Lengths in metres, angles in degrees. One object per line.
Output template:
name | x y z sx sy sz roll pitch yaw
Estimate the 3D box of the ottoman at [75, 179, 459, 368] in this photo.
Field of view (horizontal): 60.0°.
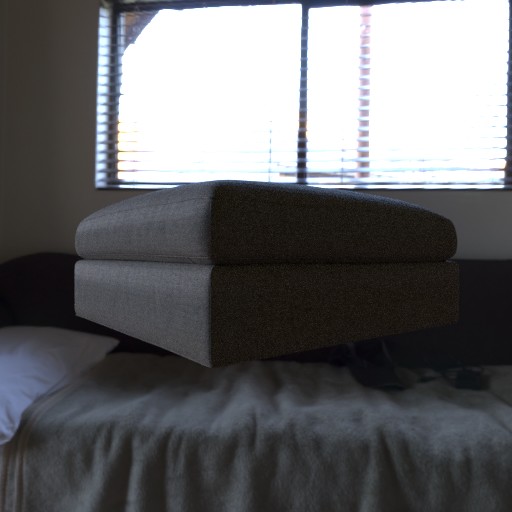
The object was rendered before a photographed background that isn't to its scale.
ottoman | 0.000 0.000 1.641 1.041 0.470 1.041 0 1 -37
